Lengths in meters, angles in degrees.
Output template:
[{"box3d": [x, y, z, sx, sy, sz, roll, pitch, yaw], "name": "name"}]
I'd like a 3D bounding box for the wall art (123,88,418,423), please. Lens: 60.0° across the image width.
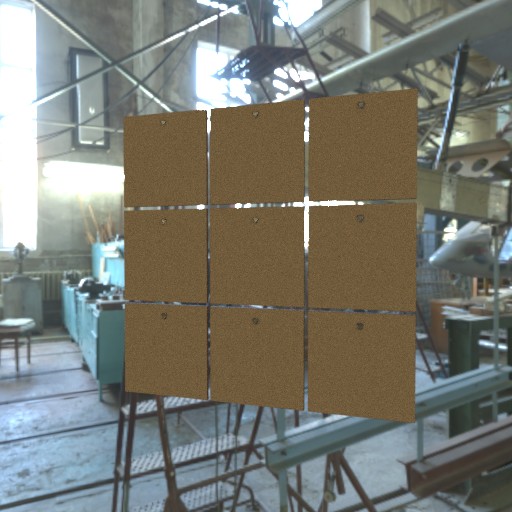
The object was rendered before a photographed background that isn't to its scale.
[{"box3d": [0.000, 0.000, 1.793, 1.221, 1.218, 0.024, 0, 1, 17], "name": "wall art"}]
